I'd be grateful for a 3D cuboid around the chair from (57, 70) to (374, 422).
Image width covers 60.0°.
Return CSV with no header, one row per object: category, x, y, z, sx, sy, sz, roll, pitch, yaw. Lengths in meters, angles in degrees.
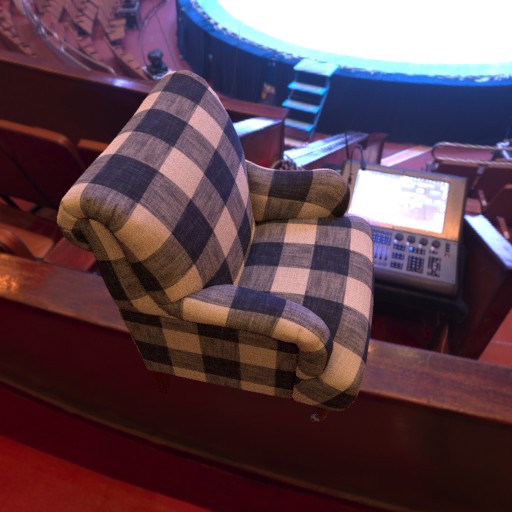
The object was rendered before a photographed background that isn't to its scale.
chair,0.000,0.000,1.541,0.848,0.953,0.781,9,47,8
